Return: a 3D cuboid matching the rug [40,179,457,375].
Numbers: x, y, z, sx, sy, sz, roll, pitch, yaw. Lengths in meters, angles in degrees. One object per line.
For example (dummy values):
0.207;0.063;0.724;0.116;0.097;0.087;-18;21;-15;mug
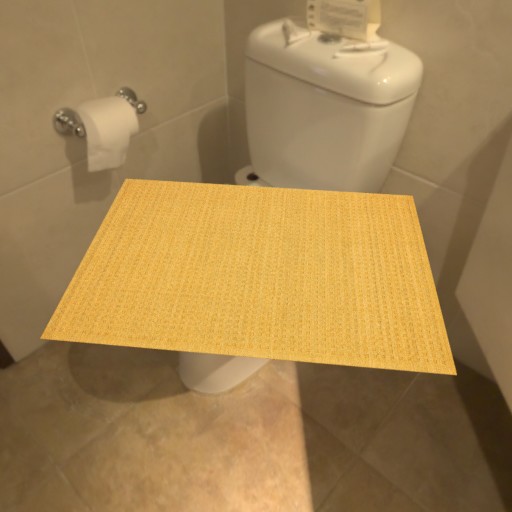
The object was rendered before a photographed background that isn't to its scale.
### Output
0.000;0.000;3.764;2.895;0.006;1.981;4;45;4;rug
